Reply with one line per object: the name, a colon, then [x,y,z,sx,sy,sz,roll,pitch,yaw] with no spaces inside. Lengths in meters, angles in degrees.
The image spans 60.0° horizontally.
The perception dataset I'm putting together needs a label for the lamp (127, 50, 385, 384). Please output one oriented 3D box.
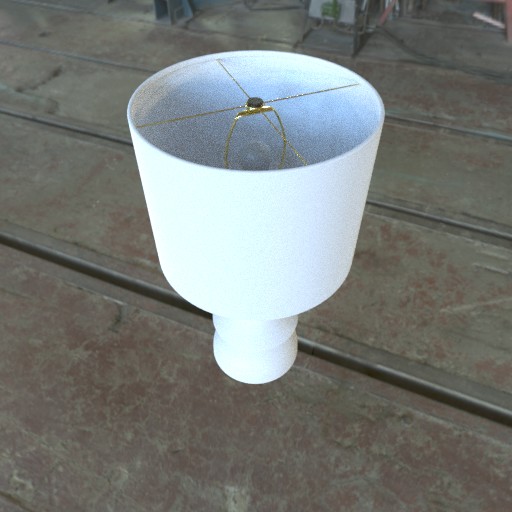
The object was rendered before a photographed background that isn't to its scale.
lamp: [0.000,0.000,0.717,0.301,0.533,0.301,-16,48,-15]
